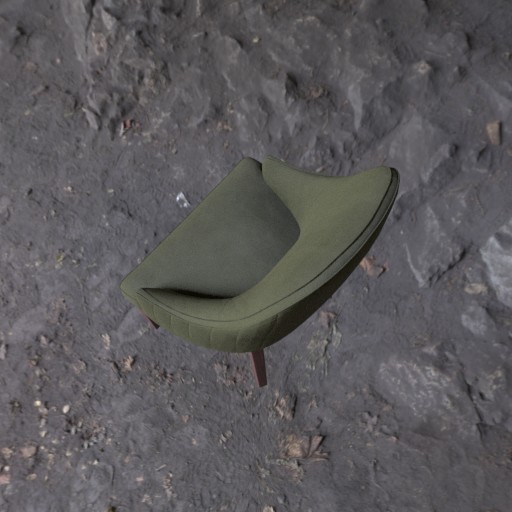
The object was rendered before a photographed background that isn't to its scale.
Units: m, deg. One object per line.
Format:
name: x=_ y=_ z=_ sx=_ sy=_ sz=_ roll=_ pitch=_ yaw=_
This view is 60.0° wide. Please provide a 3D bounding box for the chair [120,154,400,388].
chair: x=0.000 y=0.000 z=1.312 sx=0.575 sy=0.889 sz=0.643 roll=35 pitch=69 yaw=16
